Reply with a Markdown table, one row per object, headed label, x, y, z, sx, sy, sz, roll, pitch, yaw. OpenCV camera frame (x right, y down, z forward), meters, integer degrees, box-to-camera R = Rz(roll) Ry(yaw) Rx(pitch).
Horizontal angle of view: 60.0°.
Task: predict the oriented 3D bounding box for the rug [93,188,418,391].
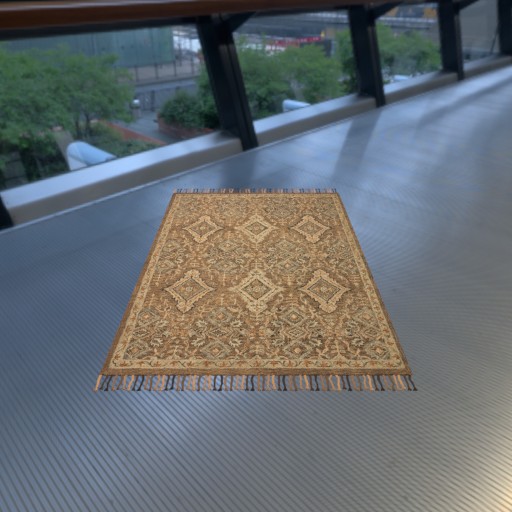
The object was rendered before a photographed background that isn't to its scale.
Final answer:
| label | x | y | z | sx | sy | sz | roll | pitch | yaw |
| --- | --- | --- | --- | --- | --- | --- | --- | --- | --- |
| rug | 0.000 | 0.000 | 3.100 | 1.516 | 0.010 | 2.434 | 0 | 31 | 0 |
